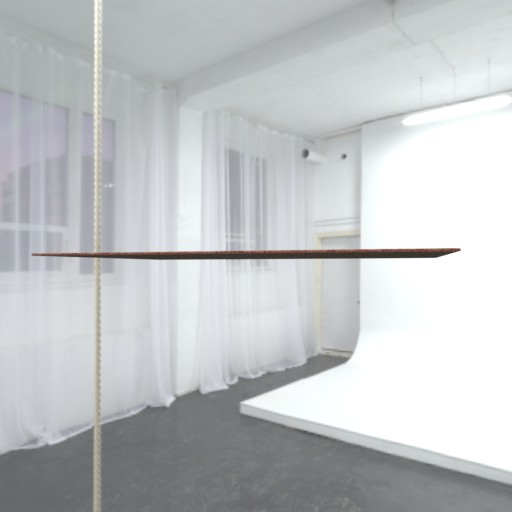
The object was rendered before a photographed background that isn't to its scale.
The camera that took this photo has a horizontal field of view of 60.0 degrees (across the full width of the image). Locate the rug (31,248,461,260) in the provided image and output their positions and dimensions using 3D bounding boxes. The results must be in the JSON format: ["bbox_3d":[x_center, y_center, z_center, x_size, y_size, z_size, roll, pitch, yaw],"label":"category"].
[{"bbox_3d":[0.000,0.000,3.089,2.438,0.015,1.524,0,-2,18],"label":"rug"}]
